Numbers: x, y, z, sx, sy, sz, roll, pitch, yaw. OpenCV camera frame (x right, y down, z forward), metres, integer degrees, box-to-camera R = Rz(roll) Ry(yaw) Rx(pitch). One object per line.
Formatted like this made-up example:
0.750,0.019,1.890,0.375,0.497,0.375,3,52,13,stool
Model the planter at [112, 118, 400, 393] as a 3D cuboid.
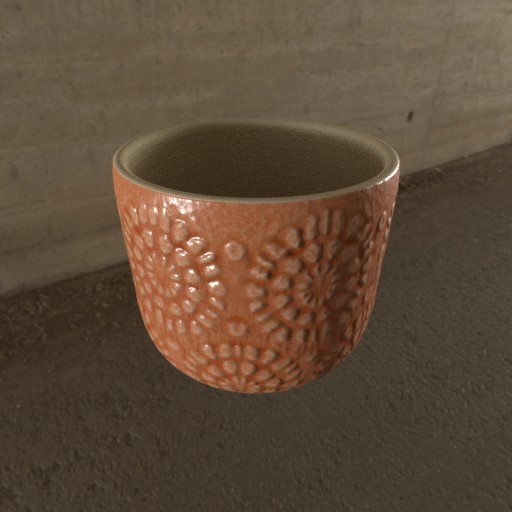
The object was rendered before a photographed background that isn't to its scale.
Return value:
0.000,0.000,0.222,0.124,0.109,0.124,0,30,0,planter
